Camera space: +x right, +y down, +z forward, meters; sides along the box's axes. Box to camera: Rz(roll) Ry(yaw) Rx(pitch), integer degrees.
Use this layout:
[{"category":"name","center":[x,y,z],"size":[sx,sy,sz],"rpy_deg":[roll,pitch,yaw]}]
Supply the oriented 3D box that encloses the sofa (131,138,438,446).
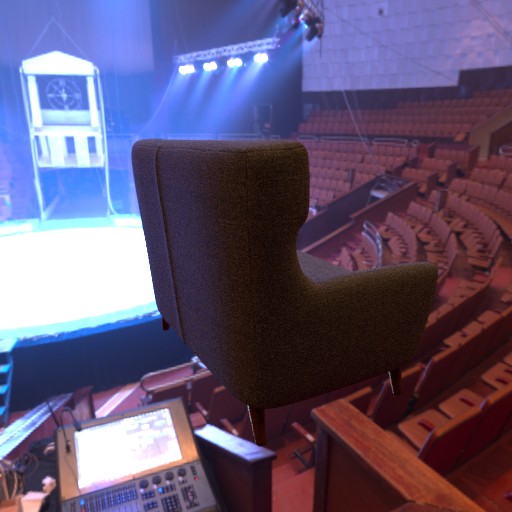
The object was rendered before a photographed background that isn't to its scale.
[{"category":"sofa","center":[0.000,0.000,2.012],"size":[0.874,1.028,1.358],"rpy_deg":[-8,17,-28]}]
